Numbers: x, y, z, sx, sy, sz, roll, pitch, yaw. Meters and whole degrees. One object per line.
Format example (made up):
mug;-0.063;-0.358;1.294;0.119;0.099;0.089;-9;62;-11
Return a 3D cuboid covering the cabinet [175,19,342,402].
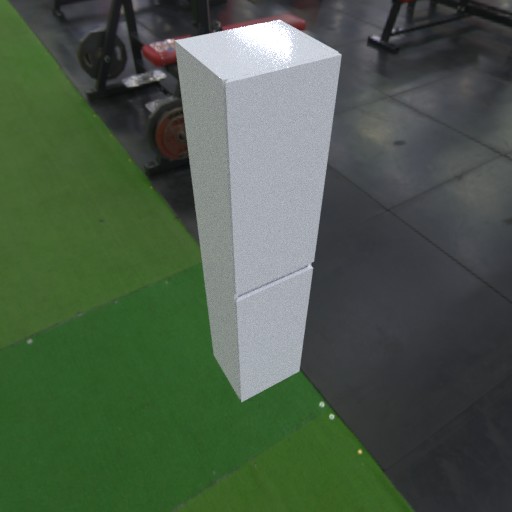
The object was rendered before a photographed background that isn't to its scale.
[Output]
cabinet;0.000;0.000;1.542;0.300;1.400;0.270;-22;49;-21
